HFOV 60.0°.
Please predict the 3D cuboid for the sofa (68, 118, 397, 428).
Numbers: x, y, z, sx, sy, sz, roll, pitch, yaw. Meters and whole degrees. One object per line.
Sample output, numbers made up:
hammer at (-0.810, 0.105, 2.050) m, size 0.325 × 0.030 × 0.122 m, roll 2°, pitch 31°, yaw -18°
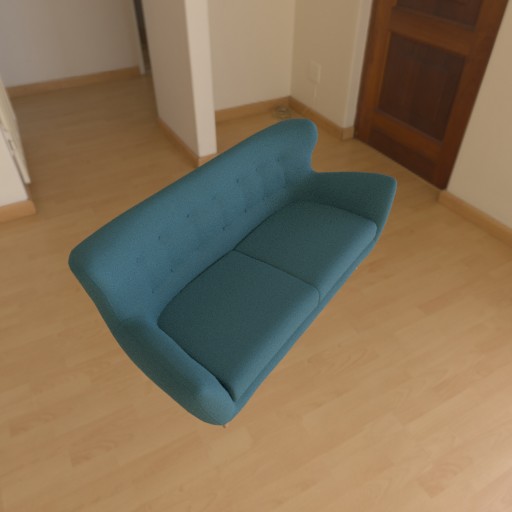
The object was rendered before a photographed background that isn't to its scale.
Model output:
sofa at (0.000, 0.000, 2.517) m, size 0.889 × 0.890 × 1.930 m, roll 25°, pitch 46°, yaw 26°
